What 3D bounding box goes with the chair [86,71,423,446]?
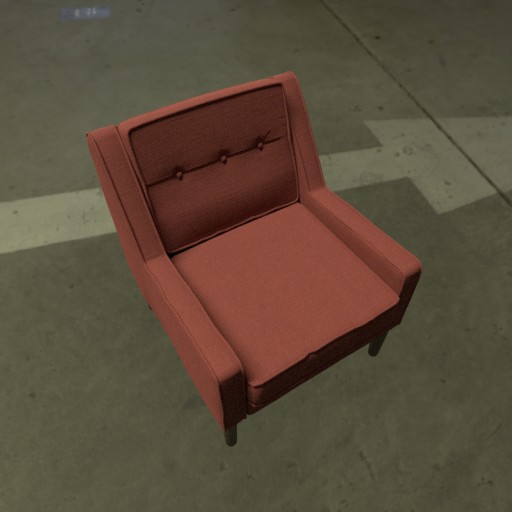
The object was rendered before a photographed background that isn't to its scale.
[{"bbox_3d":[0.000,0.000,1.386,0.680,0.812,0.770,-25,53,-21],"label":"chair"}]
